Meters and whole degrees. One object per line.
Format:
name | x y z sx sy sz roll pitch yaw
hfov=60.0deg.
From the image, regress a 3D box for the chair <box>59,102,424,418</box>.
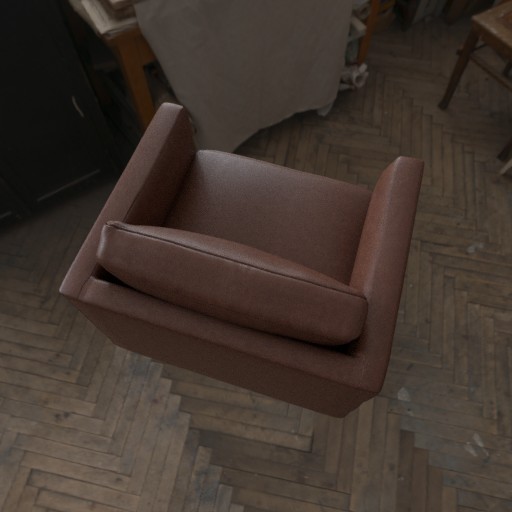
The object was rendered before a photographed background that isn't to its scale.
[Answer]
chair | 0.000 0.000 1.842 1.107 0.917 0.959 16 65 8
